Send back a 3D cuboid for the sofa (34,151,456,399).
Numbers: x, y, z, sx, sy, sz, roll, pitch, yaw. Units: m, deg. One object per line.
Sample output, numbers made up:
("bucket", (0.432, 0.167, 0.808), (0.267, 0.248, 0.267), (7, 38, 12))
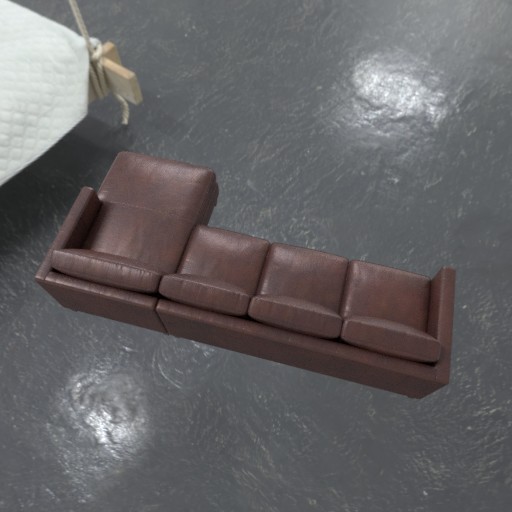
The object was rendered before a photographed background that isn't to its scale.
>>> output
("sofa", (0.000, 0.000, 3.887), (3.203, 0.883, 1.581), (13, 63, 7))
